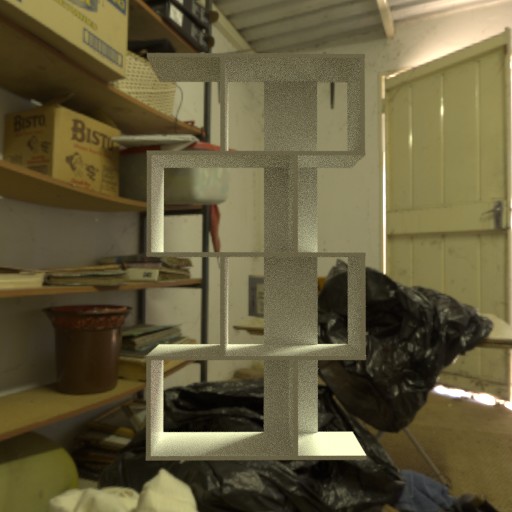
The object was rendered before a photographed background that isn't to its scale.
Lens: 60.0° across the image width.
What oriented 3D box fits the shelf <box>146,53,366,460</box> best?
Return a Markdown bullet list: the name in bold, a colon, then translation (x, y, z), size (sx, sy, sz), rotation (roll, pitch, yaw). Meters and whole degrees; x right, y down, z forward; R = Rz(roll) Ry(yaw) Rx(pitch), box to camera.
- **shelf**: translation (0.000, 0.000, 1.923), size (0.890, 1.650, 0.250), rotation (0, -1, 0)
